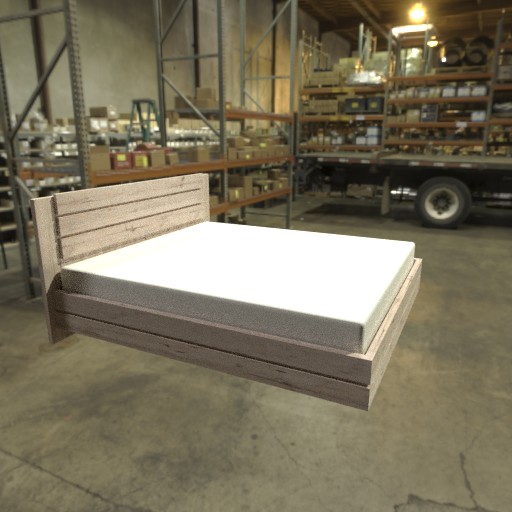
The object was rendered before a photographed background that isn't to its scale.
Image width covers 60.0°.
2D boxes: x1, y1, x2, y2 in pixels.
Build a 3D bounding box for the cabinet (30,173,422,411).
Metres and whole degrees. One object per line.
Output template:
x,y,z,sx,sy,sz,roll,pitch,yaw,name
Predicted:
0.000,0.000,3.194,2.080,0.970,1.950,8,17,25,cabinet
